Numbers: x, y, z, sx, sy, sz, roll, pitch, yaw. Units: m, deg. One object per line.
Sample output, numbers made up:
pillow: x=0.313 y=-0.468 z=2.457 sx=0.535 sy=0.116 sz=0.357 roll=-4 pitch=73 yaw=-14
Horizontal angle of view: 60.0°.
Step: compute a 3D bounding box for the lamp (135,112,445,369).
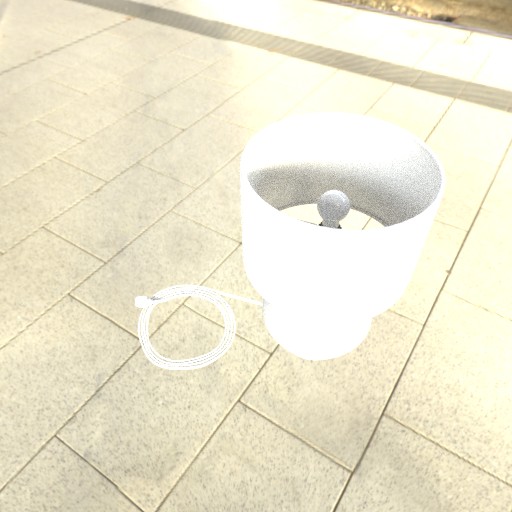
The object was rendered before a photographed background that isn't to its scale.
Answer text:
lamp: x=0.000 y=0.000 z=0.851 sx=0.546 sy=0.457 sz=0.401 roll=24 pitch=51 yaw=21
